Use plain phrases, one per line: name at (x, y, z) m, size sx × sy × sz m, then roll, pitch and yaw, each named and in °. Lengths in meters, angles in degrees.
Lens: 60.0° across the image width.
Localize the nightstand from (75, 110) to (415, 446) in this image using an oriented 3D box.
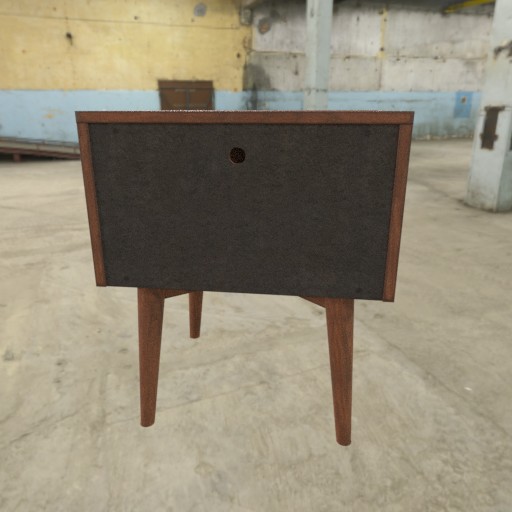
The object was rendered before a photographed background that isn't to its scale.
nightstand at (0.000, 0.000, 0.973) m, size 0.521 × 0.607 × 0.445 m, roll 2°, pitch 18°, yaw 7°
